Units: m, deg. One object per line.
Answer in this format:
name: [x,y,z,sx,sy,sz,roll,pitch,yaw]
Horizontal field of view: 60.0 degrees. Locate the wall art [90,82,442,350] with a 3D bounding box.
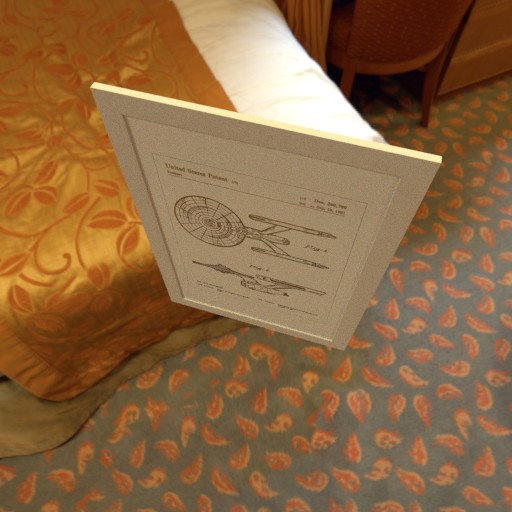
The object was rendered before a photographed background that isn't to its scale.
wall art: [0.000,0.000,0.834,0.454,0.659,0.011,15,60,9]
